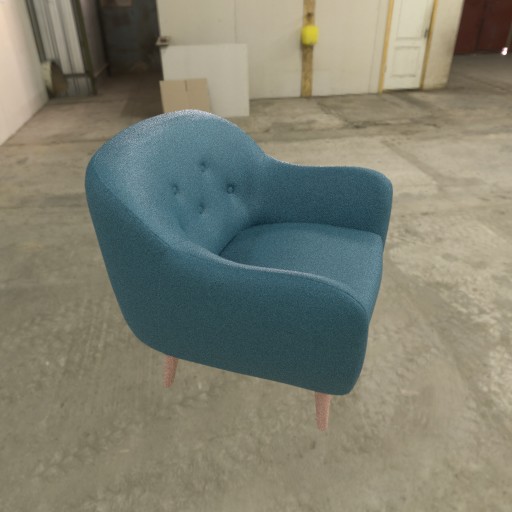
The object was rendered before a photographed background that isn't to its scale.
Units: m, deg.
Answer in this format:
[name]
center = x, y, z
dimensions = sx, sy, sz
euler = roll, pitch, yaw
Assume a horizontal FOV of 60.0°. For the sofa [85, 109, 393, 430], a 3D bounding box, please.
[sofa]
center = 0.000, 0.000, 1.491
dimensions = 0.825, 0.817, 0.836
euler = 10, 33, 16
